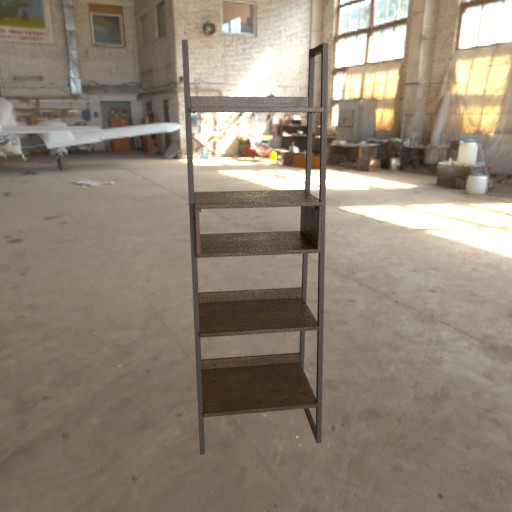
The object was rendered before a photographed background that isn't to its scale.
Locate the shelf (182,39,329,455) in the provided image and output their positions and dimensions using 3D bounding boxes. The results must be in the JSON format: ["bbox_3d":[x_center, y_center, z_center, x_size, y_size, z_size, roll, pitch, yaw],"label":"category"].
[{"bbox_3d":[0.000,0.000,2.267,0.652,2.005,0.454,-2,18,-7],"label":"shelf"}]
